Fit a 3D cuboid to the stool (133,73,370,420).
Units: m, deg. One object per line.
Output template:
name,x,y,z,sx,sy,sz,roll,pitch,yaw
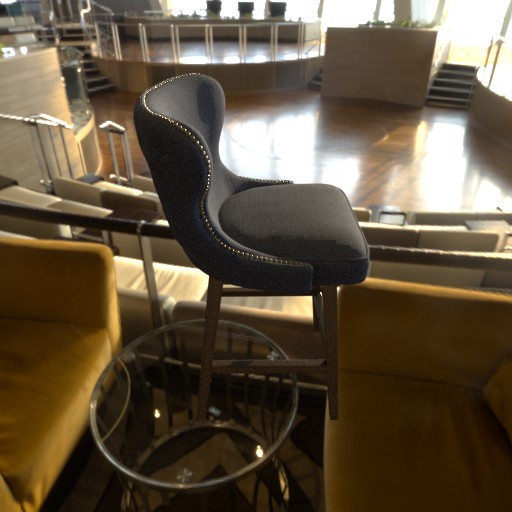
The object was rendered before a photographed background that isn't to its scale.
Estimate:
stool,0.000,0.000,1.363,0.597,0.972,0.615,0,32,0
